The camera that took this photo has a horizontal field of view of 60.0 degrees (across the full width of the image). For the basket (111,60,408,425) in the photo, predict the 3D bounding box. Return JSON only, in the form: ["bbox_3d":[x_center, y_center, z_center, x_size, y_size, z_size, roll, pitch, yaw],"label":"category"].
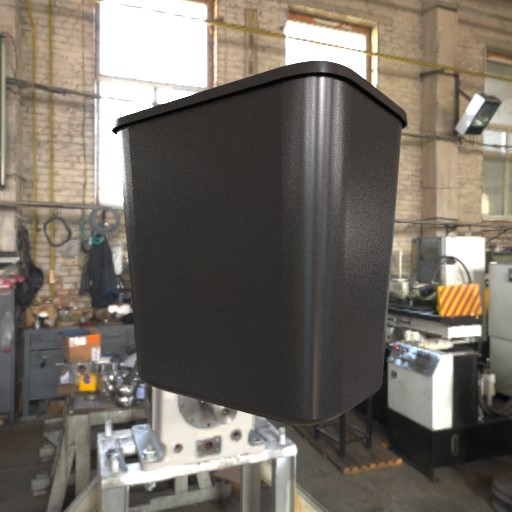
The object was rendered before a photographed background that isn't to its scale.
[{"bbox_3d":[0.000,0.000,0.506,0.300,0.307,0.211,0,0,37],"label":"basket"}]
